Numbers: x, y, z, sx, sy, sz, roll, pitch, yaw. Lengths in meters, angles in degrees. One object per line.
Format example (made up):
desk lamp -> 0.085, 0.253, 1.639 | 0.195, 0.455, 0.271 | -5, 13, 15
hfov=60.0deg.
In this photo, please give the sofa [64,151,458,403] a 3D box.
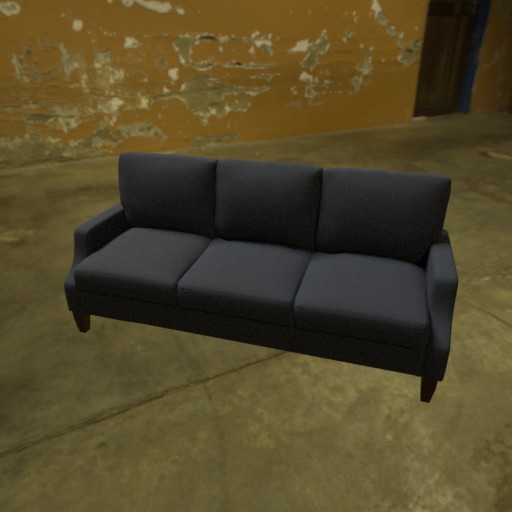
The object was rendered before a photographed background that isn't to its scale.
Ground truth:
sofa -> 0.000, 0.000, 2.587 | 2.115, 0.984, 0.888 | 8, 27, 15
